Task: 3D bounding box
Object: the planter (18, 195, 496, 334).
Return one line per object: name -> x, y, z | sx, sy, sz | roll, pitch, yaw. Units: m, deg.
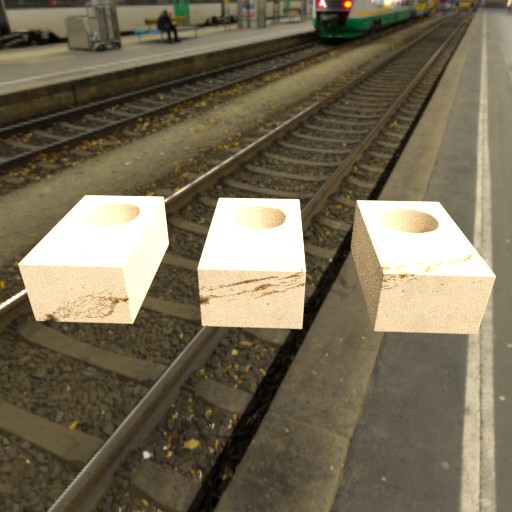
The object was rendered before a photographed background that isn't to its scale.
planter -> 0.000, 0.000, 0.376 | 0.333, 0.051, 0.127 | 1, 30, 2
